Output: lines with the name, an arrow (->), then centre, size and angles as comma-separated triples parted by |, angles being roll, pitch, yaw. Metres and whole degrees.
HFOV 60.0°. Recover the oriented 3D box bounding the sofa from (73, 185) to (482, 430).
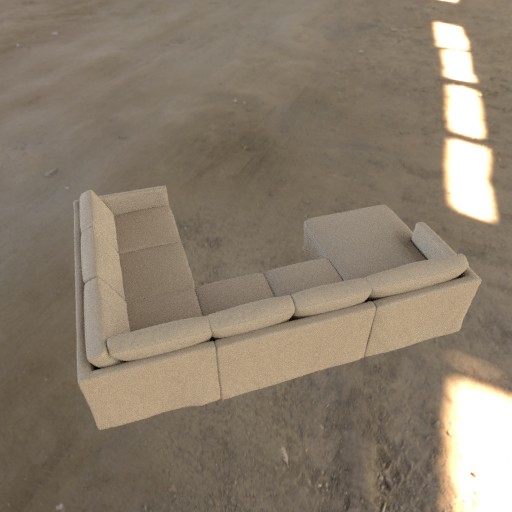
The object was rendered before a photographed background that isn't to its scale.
sofa -> 0.000, 0.000, 4.580 | 3.528, 0.878, 2.476 | -12, 43, -13
